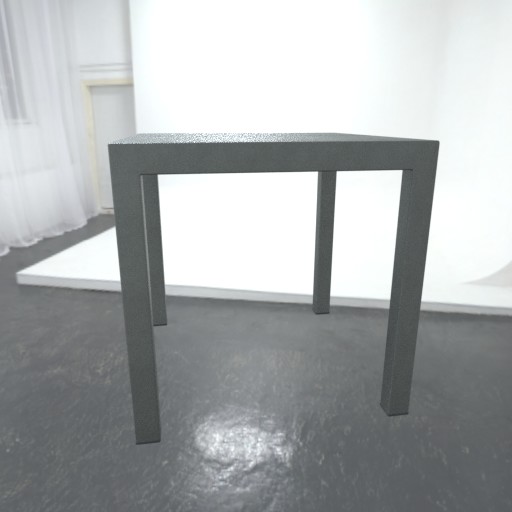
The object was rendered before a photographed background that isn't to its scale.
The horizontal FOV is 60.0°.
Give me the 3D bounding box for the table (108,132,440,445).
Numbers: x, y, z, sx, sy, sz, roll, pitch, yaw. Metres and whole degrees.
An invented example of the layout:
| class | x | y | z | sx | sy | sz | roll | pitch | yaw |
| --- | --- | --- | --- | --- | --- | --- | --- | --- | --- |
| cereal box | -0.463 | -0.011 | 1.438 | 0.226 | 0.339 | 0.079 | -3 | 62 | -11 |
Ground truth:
| class | x | y | z | sx | sy | sz | roll | pitch | yaw |
| --- | --- | --- | --- | --- | --- | --- | --- | --- | --- |
| table | 0.000 | 0.000 | 0.973 | 0.508 | 0.508 | 0.508 | -3 | 17 | -9 |
